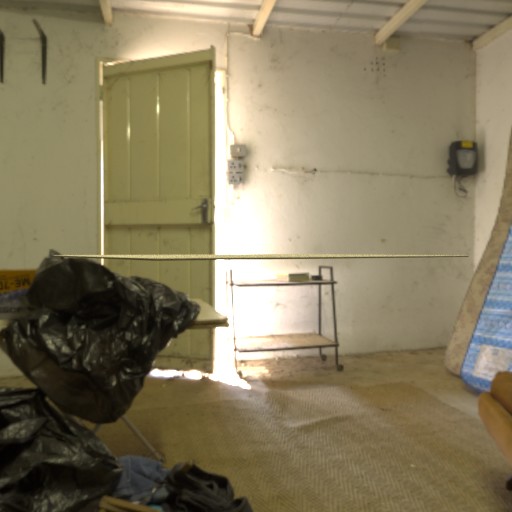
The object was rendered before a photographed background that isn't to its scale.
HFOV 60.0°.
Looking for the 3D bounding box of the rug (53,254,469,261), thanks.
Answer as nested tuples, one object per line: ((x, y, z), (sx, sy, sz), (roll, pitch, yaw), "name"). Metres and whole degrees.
((0.000, 0.000, 4.152), (3.050, 0.015, 2.441), (0, 1, -36), "rug")
